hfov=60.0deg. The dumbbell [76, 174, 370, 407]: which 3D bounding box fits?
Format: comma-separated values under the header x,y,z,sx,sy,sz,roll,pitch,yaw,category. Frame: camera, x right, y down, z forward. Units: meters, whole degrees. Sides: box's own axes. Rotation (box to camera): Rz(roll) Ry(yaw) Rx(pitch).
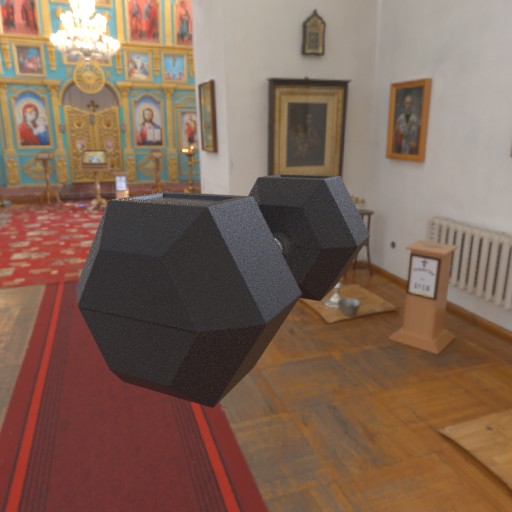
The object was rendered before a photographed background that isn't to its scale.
x,y,z,sx,sy,sz,roll,pitch,yaw,category
0.000,0.000,0.332,0.122,0.106,0.271,7,16,25,dumbbell
